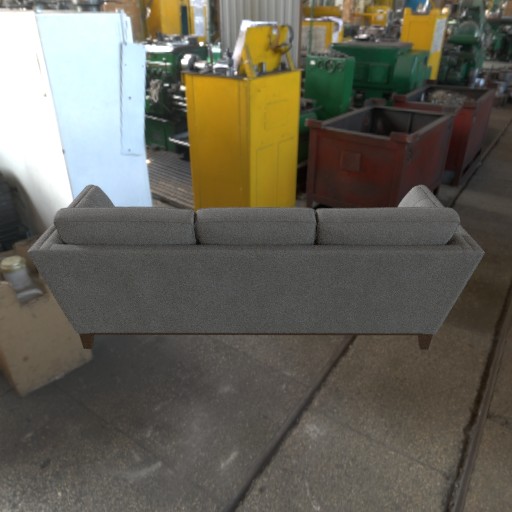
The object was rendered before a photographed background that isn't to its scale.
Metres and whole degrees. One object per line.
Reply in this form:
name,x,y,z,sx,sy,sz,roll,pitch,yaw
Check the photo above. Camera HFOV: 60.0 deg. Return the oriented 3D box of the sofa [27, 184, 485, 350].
sofa,0.000,0.000,2.866,2.387,0.940,0.965,0,30,0
